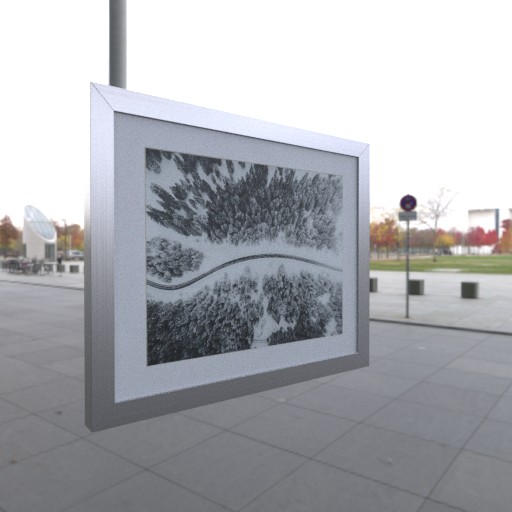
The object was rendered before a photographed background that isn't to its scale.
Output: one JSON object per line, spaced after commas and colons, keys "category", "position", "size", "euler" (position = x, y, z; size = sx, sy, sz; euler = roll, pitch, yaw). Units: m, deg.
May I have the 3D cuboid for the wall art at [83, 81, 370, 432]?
{"category": "wall art", "position": [0.000, 0.000, 0.754], "size": [0.557, 0.456, 0.032], "euler": [-1, 1, -37]}
